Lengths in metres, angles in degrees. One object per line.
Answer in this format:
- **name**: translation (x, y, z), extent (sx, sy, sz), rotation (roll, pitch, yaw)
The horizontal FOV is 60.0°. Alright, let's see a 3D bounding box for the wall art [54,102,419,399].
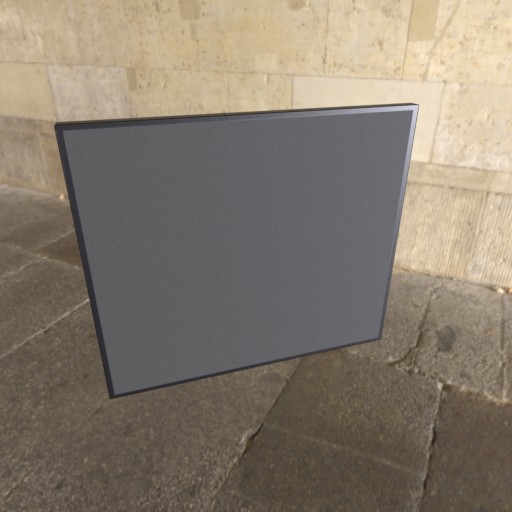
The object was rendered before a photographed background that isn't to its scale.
- **wall art**: translation (0.000, 0.000, 0.720), extent (0.521, 0.450, 0.018), rotation (-8, 29, -16)
